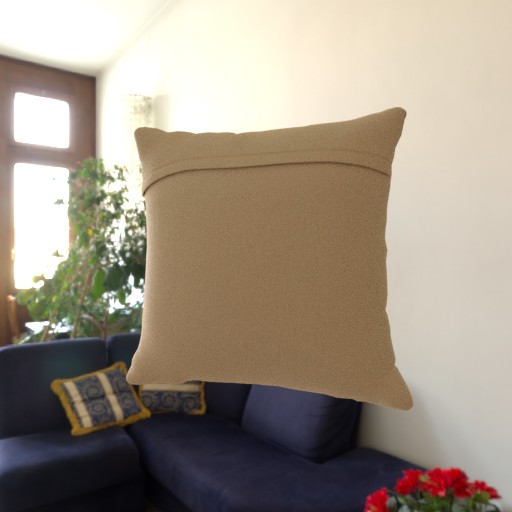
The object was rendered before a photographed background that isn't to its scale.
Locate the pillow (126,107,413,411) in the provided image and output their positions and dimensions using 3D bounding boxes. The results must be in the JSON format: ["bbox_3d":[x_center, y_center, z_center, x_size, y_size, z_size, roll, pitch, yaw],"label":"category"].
[{"bbox_3d":[0.000,0.000,0.802,0.536,0.506,0.229,0,0,17],"label":"pillow"}]
